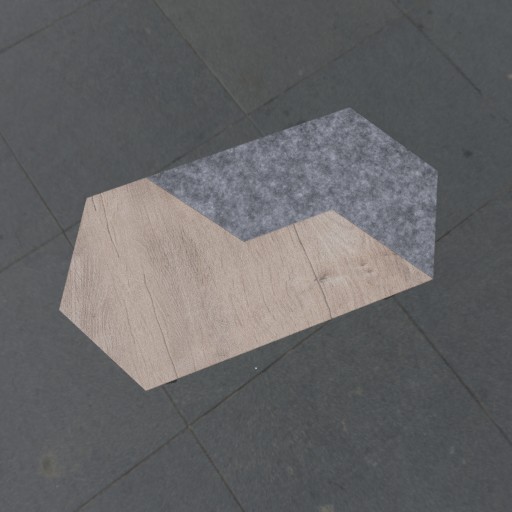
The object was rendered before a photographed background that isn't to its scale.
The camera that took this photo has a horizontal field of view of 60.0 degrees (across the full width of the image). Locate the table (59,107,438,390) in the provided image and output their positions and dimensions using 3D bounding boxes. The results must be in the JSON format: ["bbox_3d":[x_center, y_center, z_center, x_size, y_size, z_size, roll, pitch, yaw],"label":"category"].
[{"bbox_3d":[0.000,0.000,1.556,1.219,0.457,0.609,-20,77,-5],"label":"table"}]
